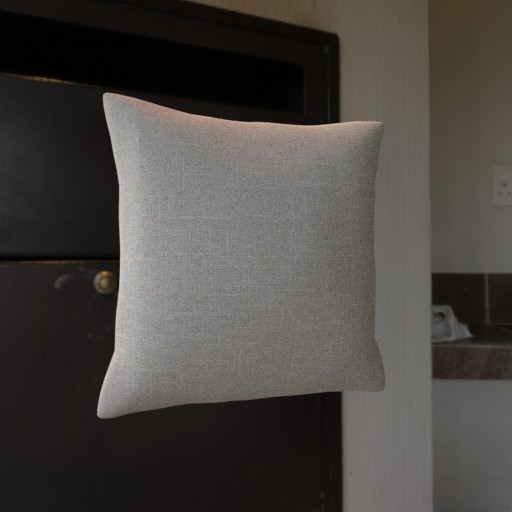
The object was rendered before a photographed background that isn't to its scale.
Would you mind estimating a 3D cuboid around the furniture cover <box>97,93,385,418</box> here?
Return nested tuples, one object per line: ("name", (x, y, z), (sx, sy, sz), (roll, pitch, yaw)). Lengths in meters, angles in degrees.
("furniture cover", (0.000, 0.000, 0.762), (0.512, 0.506, 0.178), (0, -1, -17))
